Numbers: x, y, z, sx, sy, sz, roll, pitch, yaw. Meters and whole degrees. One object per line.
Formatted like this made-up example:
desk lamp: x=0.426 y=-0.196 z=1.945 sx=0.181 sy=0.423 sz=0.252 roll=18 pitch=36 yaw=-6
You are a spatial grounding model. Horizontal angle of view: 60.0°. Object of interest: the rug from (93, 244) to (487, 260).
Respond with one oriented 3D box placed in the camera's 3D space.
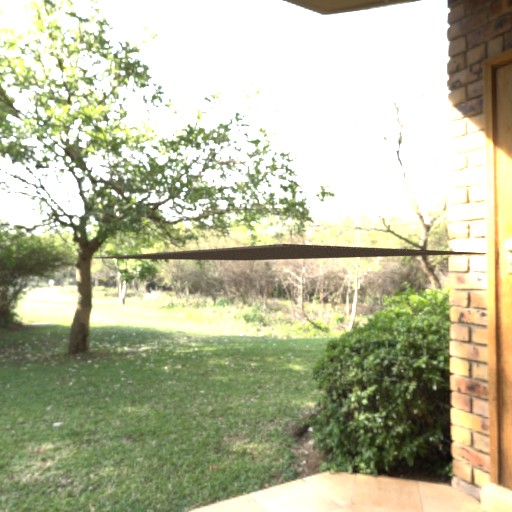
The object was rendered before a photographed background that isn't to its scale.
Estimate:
rug: x=0.000 y=0.000 z=3.080 sx=1.519 sy=0.007 sz=2.428 roll=1 pitch=-2 yaw=-36
